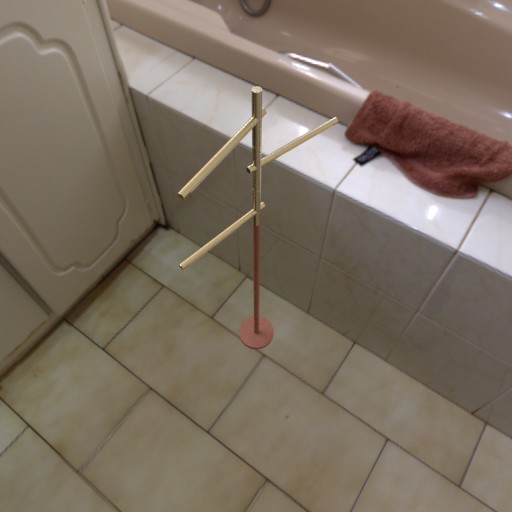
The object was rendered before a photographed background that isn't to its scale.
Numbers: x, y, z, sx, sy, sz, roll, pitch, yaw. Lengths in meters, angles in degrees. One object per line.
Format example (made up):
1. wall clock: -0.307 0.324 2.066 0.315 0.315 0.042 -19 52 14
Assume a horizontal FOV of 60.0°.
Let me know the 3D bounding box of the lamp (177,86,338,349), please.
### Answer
1. lamp: 0.000 0.000 1.965 0.209 1.704 0.737 33 63 20
